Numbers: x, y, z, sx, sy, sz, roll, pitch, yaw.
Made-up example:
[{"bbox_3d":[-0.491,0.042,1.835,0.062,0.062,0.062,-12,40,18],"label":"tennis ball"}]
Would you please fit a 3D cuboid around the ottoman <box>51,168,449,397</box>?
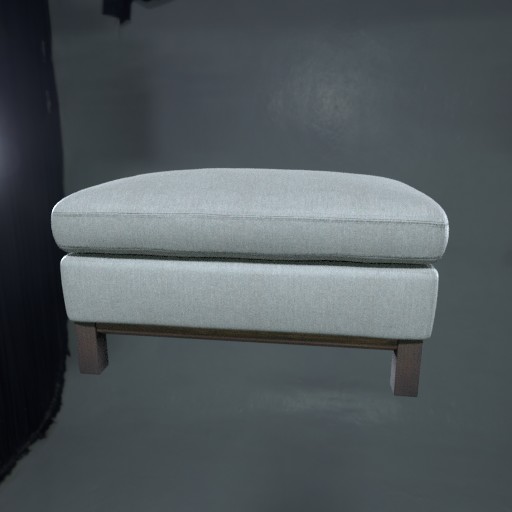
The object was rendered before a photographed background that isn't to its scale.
[{"bbox_3d":[0.000,0.000,1.041,0.735,0.404,0.528,2,15,7],"label":"ottoman"}]
